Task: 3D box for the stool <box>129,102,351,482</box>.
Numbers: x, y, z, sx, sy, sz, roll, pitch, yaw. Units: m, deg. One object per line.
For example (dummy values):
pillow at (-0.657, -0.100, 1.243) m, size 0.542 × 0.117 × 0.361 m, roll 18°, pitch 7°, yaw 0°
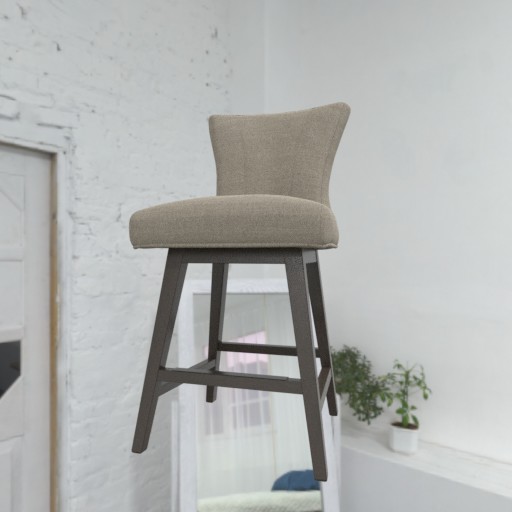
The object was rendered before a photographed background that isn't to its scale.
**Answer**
stool at (0.000, 0.000, 1.307) m, size 0.514 × 1.000 × 0.574 m, roll 0°, pitch 0°, yaw 17°
